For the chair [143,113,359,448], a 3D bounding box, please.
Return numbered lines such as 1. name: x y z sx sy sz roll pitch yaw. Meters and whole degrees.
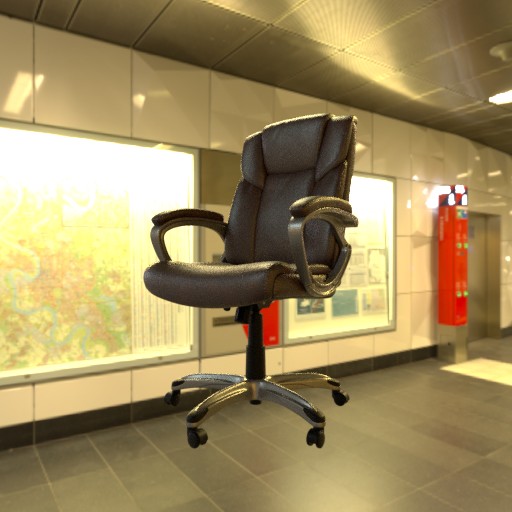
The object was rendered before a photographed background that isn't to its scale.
1. chair: 0.000 0.000 1.587 0.656 1.128 0.692 0 0 36
